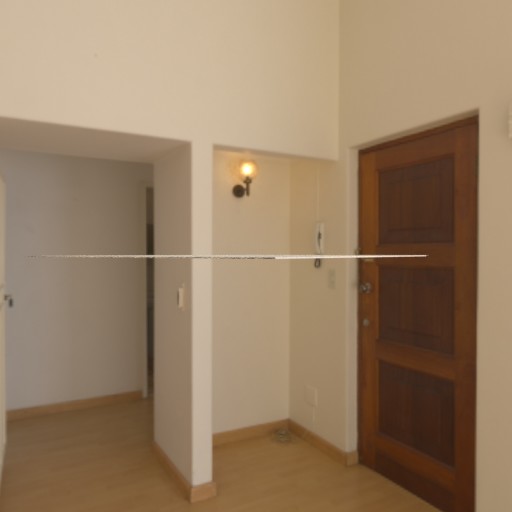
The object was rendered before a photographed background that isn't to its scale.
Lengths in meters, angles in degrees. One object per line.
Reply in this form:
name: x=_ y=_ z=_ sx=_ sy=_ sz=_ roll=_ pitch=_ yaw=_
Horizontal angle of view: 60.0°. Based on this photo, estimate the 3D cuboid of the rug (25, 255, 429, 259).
rug: x=0.000 y=0.000 z=4.363 sx=2.464 sy=0.010 sz=3.327 roll=0 pitch=0 yaw=36
